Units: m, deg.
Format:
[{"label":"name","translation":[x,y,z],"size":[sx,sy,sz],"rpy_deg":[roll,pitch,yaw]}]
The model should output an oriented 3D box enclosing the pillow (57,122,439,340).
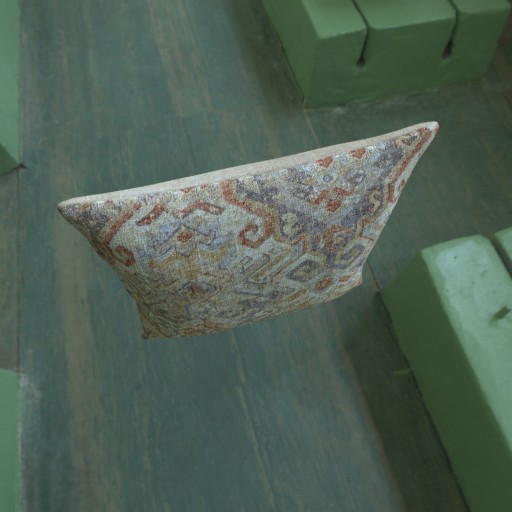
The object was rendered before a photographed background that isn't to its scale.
[{"label":"pillow","translation":[0.000,0.000,0.796],"size":[0.523,0.506,0.166],"rpy_deg":[-14,63,-7]}]
